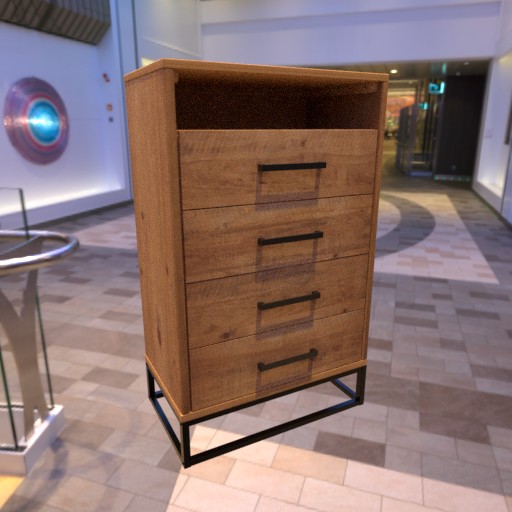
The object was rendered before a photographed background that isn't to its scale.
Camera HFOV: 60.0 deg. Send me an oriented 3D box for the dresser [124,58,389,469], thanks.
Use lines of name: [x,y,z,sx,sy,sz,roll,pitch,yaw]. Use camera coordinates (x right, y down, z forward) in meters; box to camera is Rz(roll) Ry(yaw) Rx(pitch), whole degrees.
dresser: [0.000,0.000,1.628,0.761,1.240,0.479,-8,18,-27]
